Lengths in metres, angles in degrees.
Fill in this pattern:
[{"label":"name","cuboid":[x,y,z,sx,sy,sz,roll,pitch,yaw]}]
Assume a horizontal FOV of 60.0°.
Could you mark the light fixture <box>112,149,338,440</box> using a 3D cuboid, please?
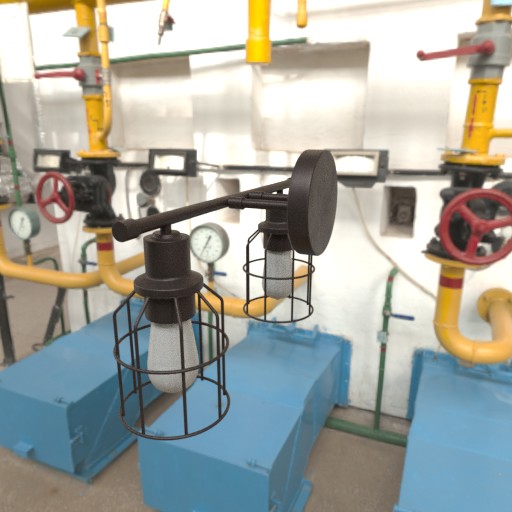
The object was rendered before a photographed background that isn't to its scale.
[{"label":"light fixture","cuboid":[0.000,0.000,0.539,0.165,0.254,0.406,7,17,24]}]
